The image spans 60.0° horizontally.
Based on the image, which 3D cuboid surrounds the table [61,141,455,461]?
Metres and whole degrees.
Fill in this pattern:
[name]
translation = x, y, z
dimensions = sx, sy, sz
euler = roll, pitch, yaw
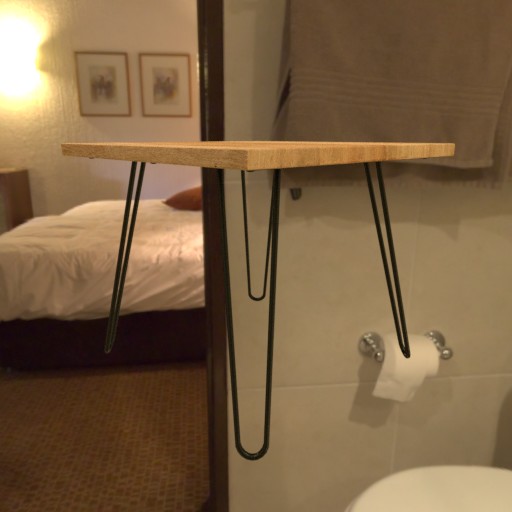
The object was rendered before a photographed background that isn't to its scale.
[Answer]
[table]
translation = 0.000, 0.000, 1.015
dimensions = 0.599, 0.500, 0.599
euler = -14, 21, -42
